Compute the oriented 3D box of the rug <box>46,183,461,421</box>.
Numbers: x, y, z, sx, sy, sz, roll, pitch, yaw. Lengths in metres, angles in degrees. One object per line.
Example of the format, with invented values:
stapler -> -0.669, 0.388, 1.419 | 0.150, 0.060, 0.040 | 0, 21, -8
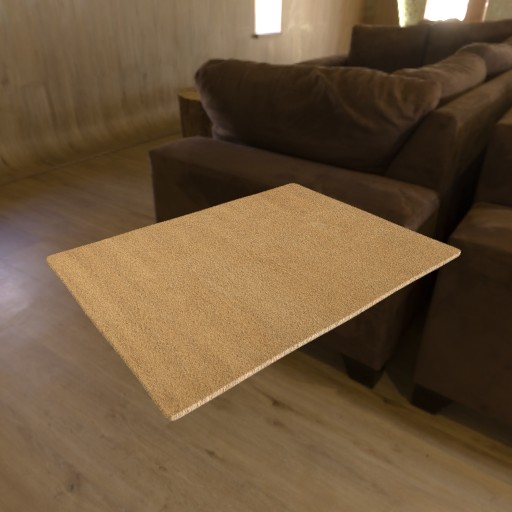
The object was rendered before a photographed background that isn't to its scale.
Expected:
rug -> 0.000, 0.000, 2.121 | 1.600, 0.025, 1.199 | -22, 36, -33
